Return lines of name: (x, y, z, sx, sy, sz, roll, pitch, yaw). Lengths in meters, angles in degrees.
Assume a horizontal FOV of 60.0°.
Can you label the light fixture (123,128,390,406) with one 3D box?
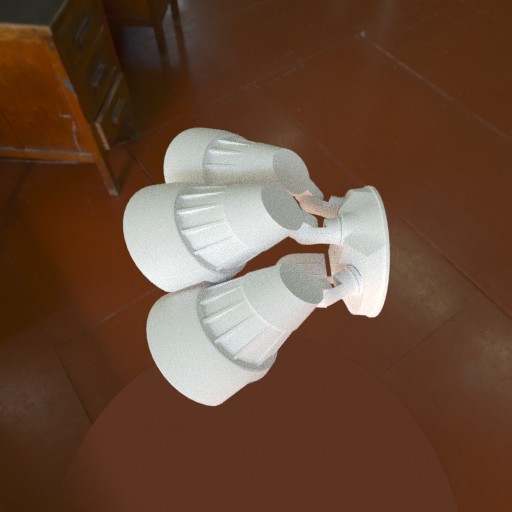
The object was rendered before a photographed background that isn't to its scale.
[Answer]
light fixture: (0.000, 0.000, 0.546, 0.278, 0.237, 0.369, -1, 59, -1)
